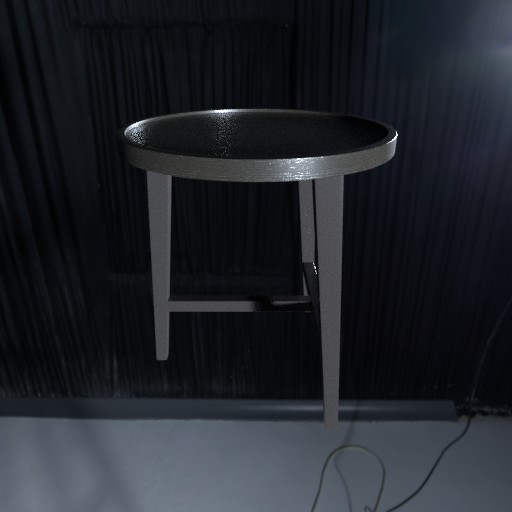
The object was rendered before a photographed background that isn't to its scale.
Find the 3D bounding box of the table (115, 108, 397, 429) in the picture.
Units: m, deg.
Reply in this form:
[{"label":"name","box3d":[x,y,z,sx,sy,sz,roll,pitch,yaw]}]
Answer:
[{"label":"table","box3d":[0.000,0.000,0.933,0.500,0.531,0.500,0,26,0]}]
